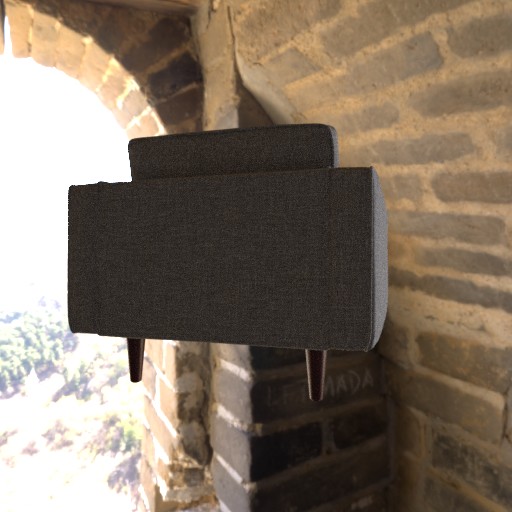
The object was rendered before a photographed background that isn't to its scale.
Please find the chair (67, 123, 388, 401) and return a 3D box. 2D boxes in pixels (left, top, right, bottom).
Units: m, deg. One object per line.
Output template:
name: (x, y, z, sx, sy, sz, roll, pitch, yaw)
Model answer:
chair: (0.000, 0.000, 1.573, 0.889, 0.765, 0.914, 0, 0, 18)
